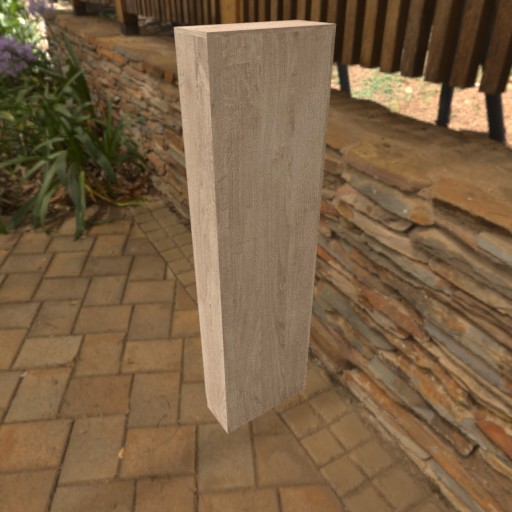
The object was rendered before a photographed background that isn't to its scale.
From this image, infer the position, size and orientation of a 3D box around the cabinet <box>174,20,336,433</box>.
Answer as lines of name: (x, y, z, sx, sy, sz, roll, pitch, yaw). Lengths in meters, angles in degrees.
cabinet: (0.000, 0.000, 1.932, 0.500, 1.790, 0.230, -20, 37, -29)
